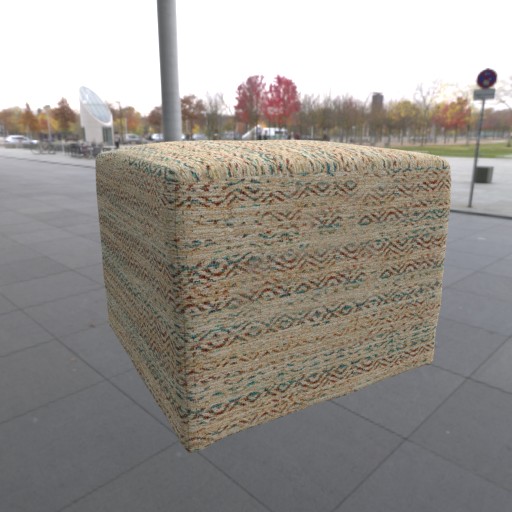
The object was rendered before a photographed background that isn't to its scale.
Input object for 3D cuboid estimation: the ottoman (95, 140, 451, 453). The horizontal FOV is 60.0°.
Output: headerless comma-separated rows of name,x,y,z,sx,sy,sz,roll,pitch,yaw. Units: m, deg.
ottoman,0.000,0.000,0.896,0.521,0.453,0.512,-9,18,-29
